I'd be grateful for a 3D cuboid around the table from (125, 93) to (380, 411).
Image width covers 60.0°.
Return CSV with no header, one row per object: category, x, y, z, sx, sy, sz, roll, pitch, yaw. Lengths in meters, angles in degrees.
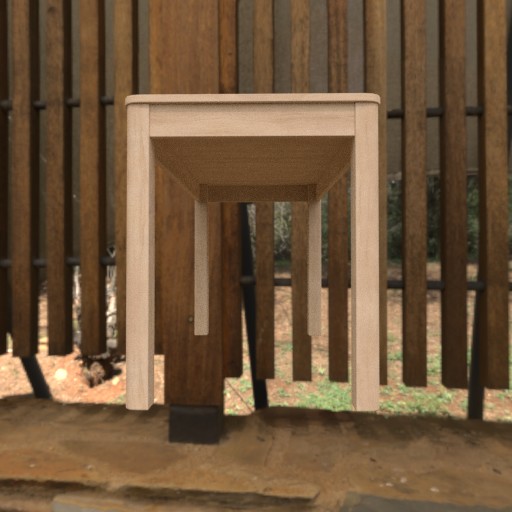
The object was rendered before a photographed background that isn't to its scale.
table,0.000,0.000,1.953,0.750,0.900,1.400,0,-1,1
